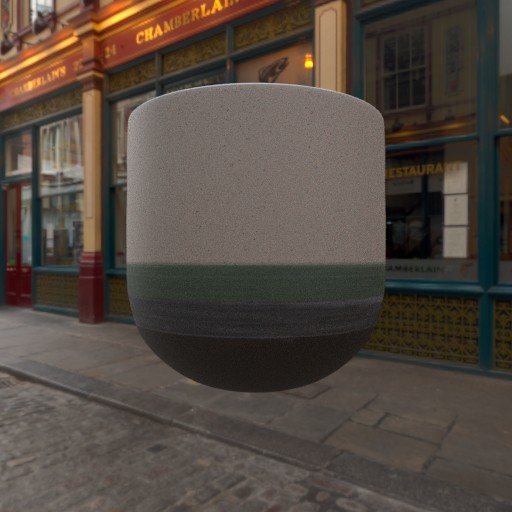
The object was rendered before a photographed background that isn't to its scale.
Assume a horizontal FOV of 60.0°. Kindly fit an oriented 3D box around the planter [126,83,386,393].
[{"bbox_3d":[0.000,0.000,0.478,0.268,0.270,0.268,0,0,0],"label":"planter"}]
